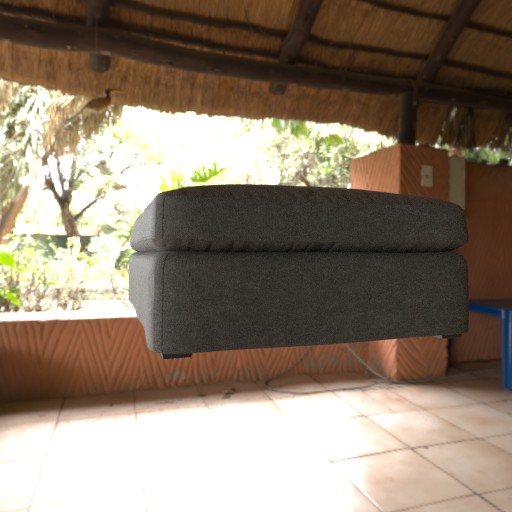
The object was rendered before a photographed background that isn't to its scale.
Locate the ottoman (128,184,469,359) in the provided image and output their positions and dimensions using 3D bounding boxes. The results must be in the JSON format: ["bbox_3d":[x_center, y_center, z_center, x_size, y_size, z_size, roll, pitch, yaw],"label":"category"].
[{"bbox_3d":[0.000,0.000,1.588,0.840,0.429,1.199,0,0,-18],"label":"ottoman"}]
